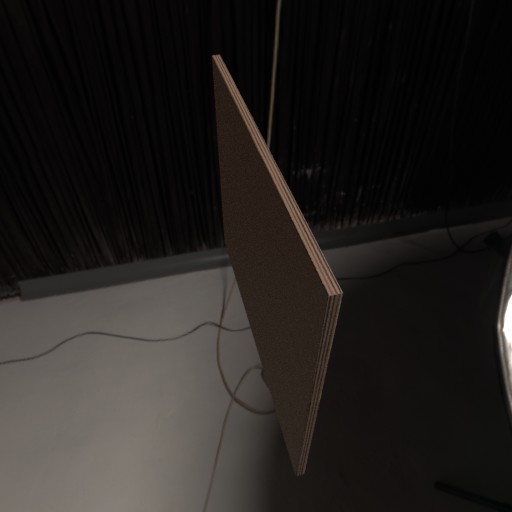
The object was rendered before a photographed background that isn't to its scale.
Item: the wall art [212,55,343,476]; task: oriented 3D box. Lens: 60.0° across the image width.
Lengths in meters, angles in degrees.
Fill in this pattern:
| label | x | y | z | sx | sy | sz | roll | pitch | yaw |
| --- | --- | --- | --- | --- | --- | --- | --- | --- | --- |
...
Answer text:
| label | x | y | z | sx | sy | sz | roll | pitch | yaw |
| --- | --- | --- | --- | --- | --- | --- | --- | --- | --- |
| wall art | 0.000 | 0.000 | 0.671 | 0.013 | 0.406 | 0.508 | -10 | 46 | -10 |
